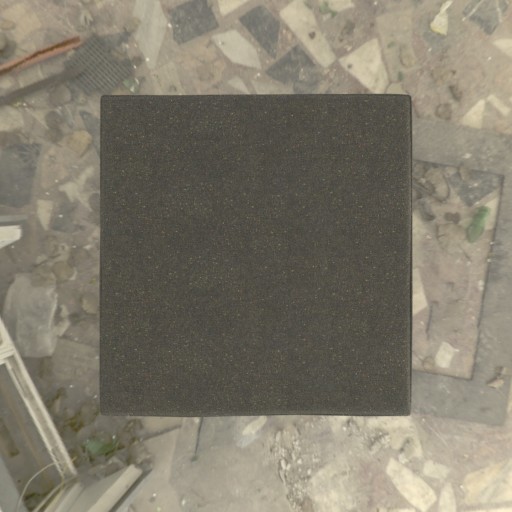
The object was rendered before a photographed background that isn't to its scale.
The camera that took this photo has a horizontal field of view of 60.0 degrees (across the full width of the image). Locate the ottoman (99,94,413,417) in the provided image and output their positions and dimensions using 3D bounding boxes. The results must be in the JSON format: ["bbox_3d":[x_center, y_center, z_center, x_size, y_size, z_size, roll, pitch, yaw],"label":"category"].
[{"bbox_3d":[0.000,0.000,1.532,0.968,0.382,1.004,0,90,0],"label":"ottoman"}]
